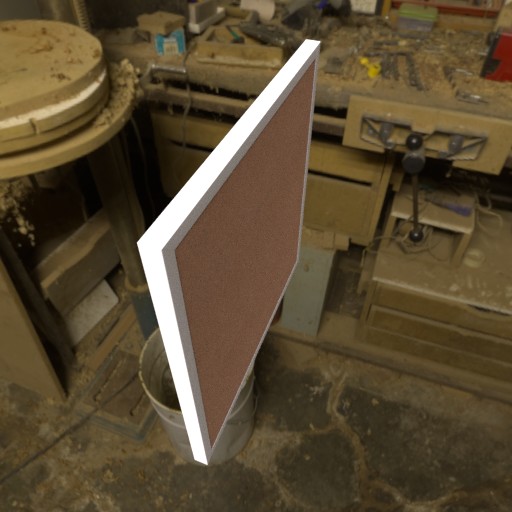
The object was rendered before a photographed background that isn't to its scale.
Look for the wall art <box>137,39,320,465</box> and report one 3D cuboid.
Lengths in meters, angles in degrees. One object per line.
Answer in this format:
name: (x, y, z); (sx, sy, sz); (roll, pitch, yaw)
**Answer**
wall art: (0.000, 0.000, 1.091); (0.036, 0.760, 0.760); (16, 48, 15)
